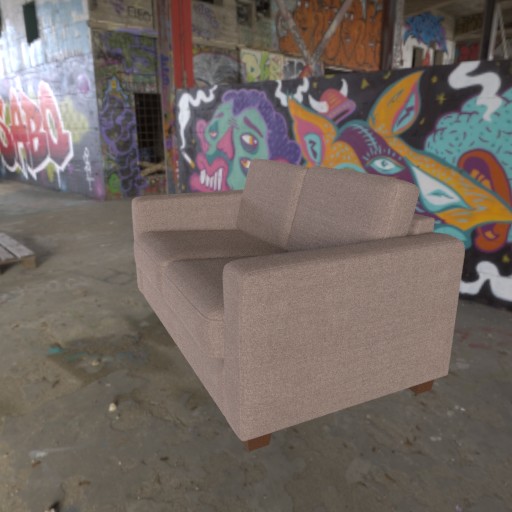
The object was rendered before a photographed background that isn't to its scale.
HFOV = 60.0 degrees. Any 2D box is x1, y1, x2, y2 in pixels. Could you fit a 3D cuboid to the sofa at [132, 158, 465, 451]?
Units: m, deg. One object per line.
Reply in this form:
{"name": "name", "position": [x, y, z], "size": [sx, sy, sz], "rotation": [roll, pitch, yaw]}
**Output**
{"name": "sofa", "position": [0.000, 0.000, 2.031], "size": [0.900, 0.800, 1.520], "rotation": [-8, 18, -25]}
